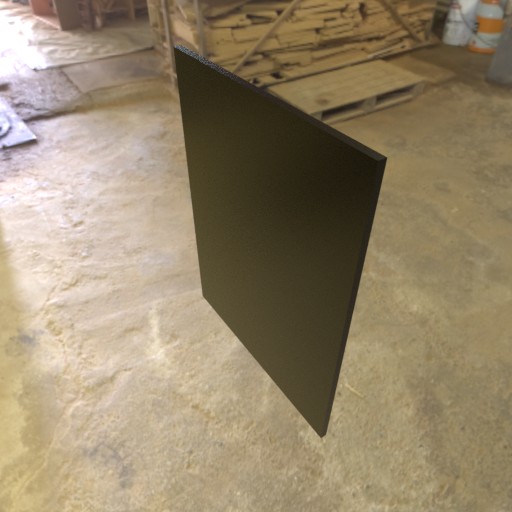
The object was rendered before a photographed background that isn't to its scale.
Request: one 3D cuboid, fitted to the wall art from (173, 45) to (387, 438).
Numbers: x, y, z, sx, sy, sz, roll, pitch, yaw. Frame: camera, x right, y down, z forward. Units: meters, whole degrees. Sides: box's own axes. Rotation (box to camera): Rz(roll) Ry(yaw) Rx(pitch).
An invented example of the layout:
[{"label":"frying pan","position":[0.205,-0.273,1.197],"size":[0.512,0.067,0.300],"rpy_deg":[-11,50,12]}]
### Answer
[{"label":"wall art","position":[0.000,0.000,0.771],"size":[0.013,0.582,0.442],"rpy_deg":[-25,47,-25]}]
